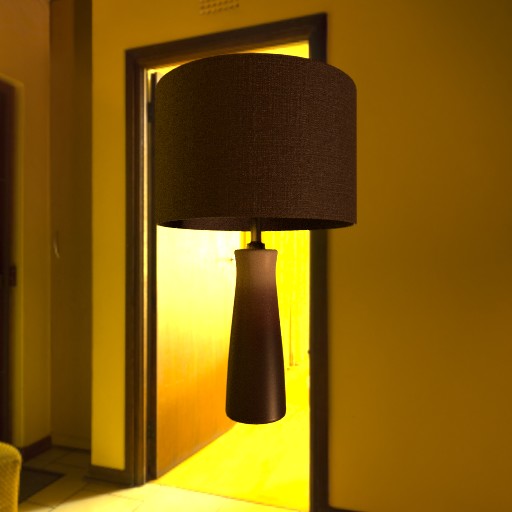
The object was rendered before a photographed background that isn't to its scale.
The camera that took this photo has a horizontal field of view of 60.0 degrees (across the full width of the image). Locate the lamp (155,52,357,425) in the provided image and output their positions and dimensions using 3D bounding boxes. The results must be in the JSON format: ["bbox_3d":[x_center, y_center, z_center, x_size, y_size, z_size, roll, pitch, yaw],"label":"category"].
[{"bbox_3d":[0.000,0.000,0.682,0.303,0.488,0.303,0,0,0],"label":"lamp"}]
